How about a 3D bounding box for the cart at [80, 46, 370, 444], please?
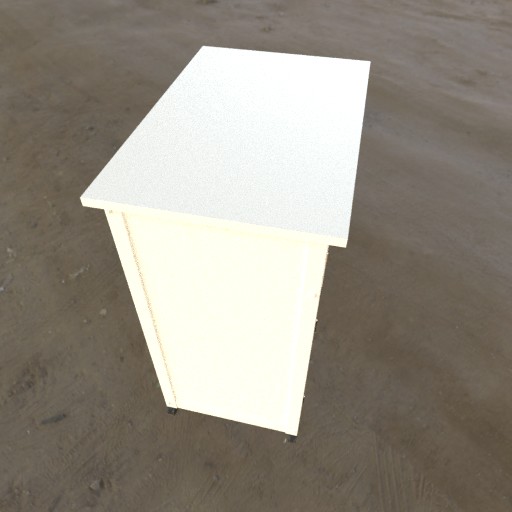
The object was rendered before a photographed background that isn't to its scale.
[{"bbox_3d":[0.000,0.000,1.243,0.442,0.864,0.683,9,47,9],"label":"cart"}]
